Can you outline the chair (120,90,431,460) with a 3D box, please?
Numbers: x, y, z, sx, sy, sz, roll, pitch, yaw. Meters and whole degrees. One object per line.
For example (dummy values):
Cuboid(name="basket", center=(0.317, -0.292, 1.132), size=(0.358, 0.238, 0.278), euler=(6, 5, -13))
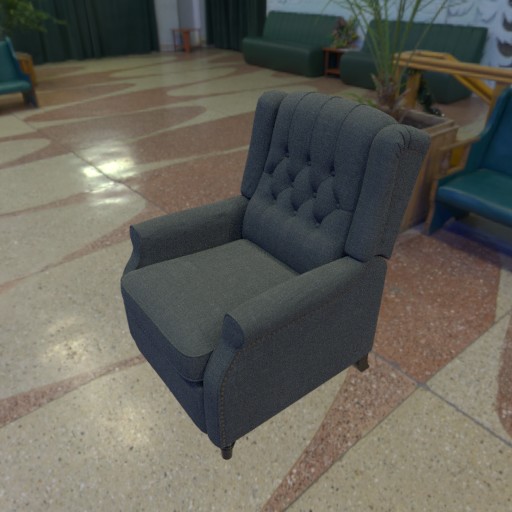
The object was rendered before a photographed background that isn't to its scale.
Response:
Cuboid(name="chair", center=(0.000, 0.000, 1.618), size=(0.898, 1.035, 0.742), euler=(-22, 39, -31))
